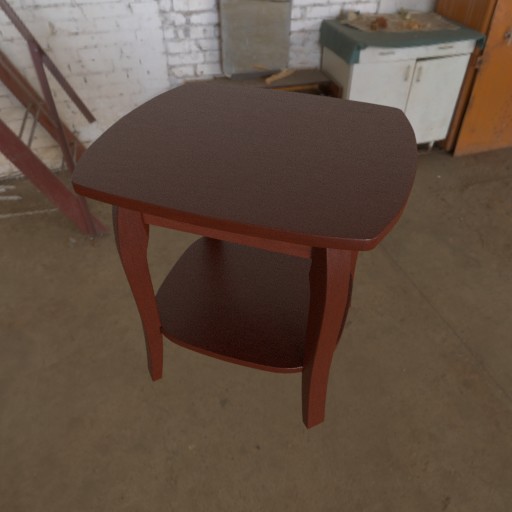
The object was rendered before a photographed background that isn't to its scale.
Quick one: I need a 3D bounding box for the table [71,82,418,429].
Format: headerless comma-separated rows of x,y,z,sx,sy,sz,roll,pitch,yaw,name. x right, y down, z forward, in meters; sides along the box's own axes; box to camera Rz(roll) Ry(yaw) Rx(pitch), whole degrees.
0.000,0.000,0.875,0.502,0.496,0.433,12,43,14,table
